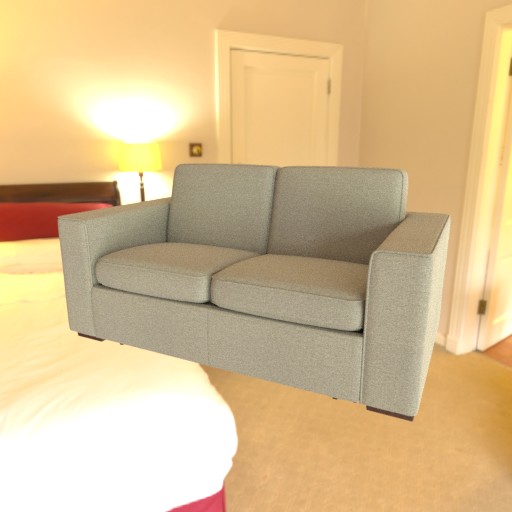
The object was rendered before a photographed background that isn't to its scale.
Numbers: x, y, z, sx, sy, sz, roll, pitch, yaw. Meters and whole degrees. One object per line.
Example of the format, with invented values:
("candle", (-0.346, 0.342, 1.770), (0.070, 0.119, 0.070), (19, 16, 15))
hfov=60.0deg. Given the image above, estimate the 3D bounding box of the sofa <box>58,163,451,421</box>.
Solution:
("sofa", (0.000, 0.000, 2.350), (1.812, 0.924, 1.007), (7, 16, 25))
